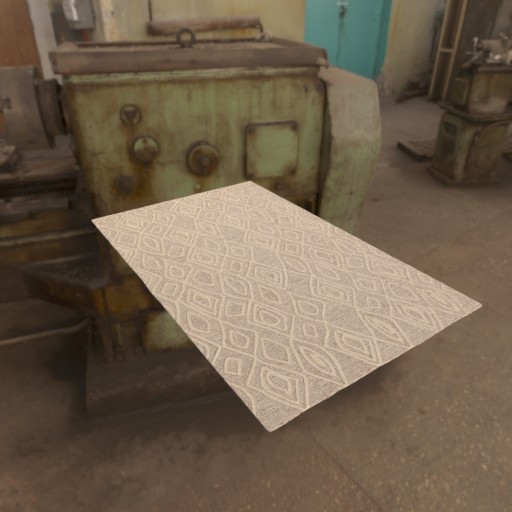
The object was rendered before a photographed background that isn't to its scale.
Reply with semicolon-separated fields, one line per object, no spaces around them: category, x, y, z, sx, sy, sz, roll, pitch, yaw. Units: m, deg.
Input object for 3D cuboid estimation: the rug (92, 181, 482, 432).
rug;0.000;0.000;3.069;1.546;0.010;2.442;-19;35;-29
